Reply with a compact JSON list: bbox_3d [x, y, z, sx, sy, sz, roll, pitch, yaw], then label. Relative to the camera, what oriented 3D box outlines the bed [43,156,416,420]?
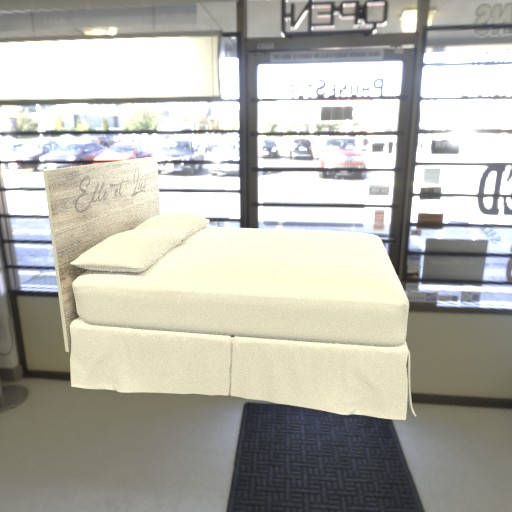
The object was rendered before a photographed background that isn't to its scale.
[{"bbox_3d":[0.000,0.000,3.246,2.094,1.335,1.745,3,16,9],"label":"bed"}]
